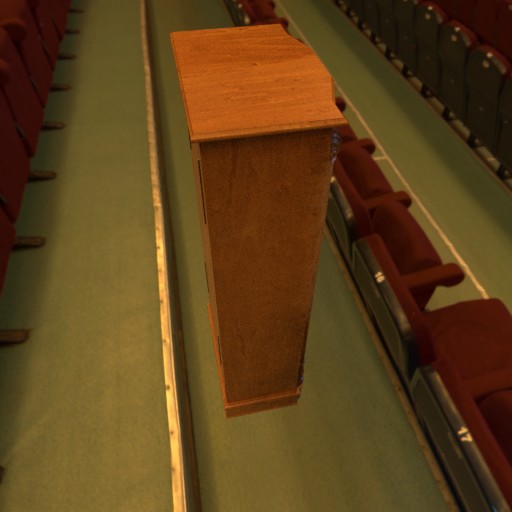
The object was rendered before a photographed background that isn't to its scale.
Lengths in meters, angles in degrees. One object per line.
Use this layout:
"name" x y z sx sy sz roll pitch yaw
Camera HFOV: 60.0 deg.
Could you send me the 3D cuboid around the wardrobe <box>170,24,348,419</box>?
"wardrobe" 0.000 0.000 1.125 0.273 0.959 0.406 -9 47 -8
